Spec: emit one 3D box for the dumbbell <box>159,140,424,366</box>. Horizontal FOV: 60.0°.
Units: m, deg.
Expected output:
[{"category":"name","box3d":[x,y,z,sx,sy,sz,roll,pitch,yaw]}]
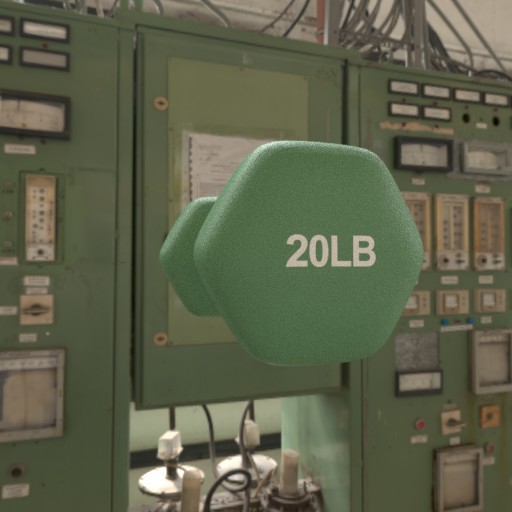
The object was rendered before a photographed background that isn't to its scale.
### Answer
[{"category":"dumbbell","box3d":[0.000,0.000,0.331,0.126,0.114,0.257,0,-1,-17]}]
